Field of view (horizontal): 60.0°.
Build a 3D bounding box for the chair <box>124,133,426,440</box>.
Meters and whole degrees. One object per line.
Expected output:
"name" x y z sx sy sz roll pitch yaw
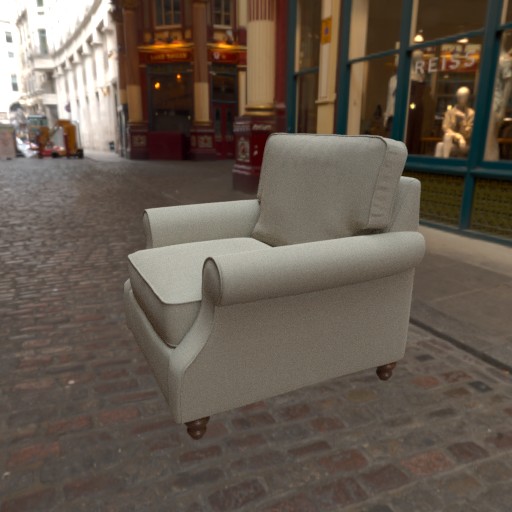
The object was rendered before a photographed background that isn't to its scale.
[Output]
"chair" 0.000 0.000 1.827 0.966 0.967 1.029 -8 18 -25
